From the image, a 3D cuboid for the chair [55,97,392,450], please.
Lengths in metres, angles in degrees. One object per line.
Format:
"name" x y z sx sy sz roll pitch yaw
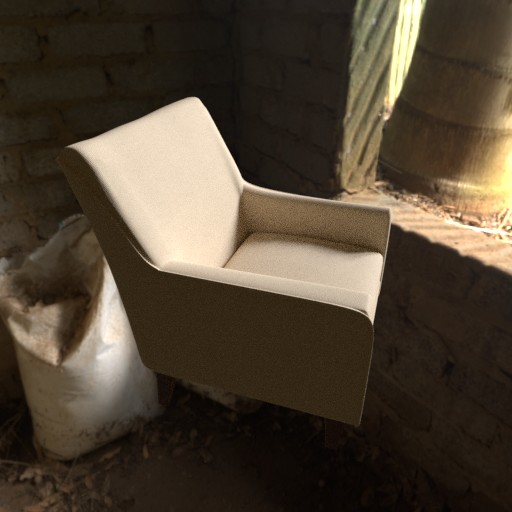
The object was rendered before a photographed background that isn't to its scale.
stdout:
"chair" 0.000 0.000 1.591 0.899 0.919 0.780 10 32 16
